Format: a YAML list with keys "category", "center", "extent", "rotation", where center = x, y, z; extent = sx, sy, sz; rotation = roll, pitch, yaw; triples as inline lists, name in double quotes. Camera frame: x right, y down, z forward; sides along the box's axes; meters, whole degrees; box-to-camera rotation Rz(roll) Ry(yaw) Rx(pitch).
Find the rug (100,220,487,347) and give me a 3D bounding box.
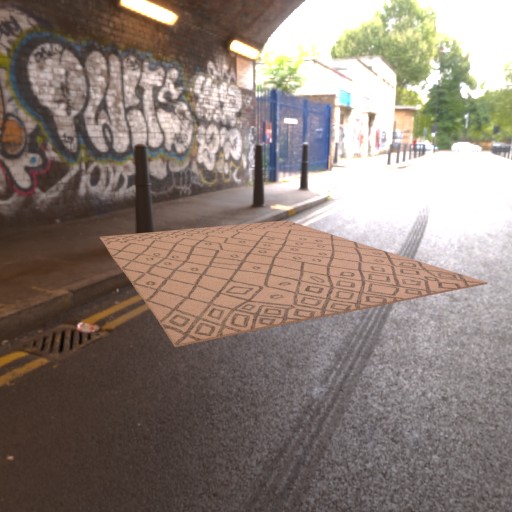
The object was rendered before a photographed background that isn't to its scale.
- category: "rug"
  center: [0.000, 0.000, 4.179]
  extent: [2.446, 0.015, 3.046]
  rotation: [-7, 16, -25]
